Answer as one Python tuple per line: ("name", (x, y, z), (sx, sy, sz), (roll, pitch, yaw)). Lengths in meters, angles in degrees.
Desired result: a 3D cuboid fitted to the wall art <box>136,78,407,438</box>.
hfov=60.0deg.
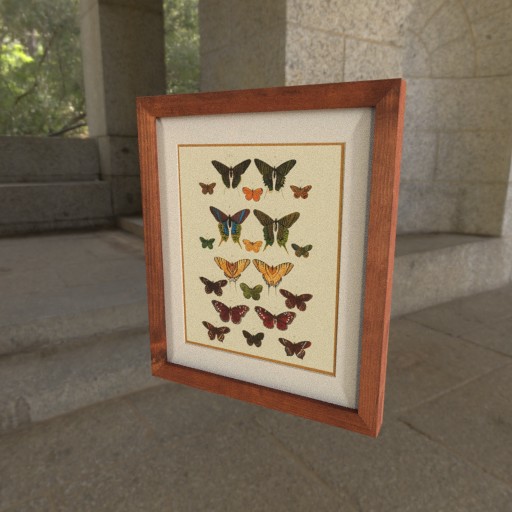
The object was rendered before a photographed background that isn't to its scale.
("wall art", (0.000, 0.000, 0.638), (0.377, 0.449, 0.039), (6, 14, 26))
